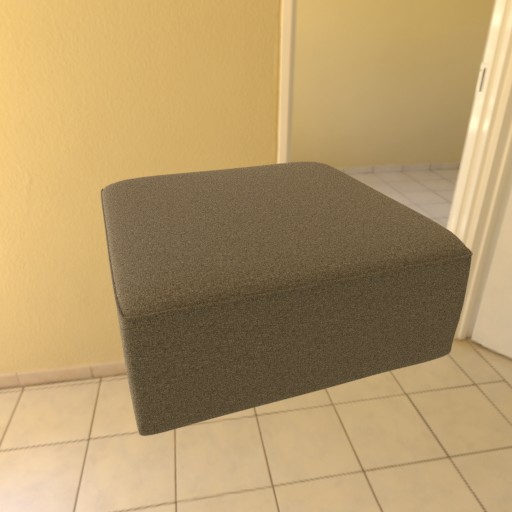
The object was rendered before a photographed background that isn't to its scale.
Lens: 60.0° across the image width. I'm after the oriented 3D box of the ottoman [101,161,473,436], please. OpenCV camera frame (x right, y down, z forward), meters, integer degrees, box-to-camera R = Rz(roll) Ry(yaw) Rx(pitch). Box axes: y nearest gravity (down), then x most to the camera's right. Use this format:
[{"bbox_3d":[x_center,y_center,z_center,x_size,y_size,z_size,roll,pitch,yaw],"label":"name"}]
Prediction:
[{"bbox_3d":[0.000,0.000,1.617,1.005,0.464,1.015,-9,28,-17],"label":"ottoman"}]
